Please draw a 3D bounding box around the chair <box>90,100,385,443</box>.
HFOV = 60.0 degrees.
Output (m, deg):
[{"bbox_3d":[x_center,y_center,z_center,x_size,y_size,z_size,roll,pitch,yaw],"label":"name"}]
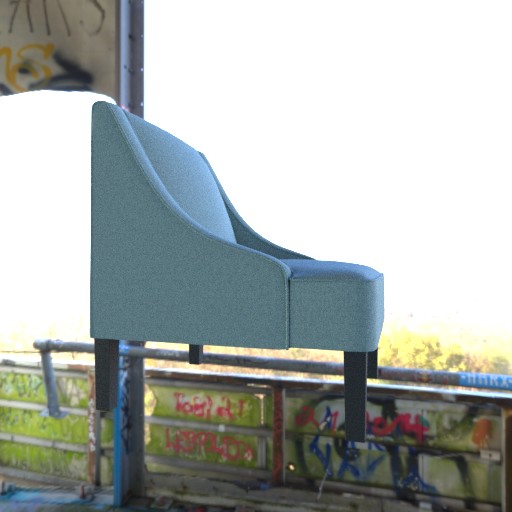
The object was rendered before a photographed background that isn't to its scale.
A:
[{"bbox_3d":[0.000,0.000,1.865,1.025,1.133,0.857,0,-1,18],"label":"chair"}]
